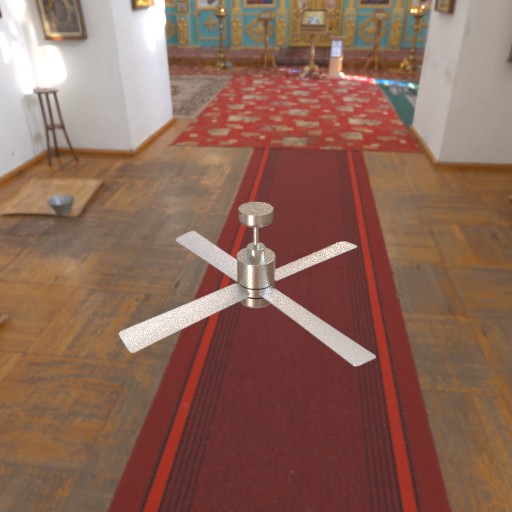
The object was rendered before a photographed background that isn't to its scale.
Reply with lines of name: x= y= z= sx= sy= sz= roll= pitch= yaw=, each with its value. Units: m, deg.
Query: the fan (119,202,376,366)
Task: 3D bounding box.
fan: x=0.000 y=0.000 z=2.321 sx=1.525 sy=0.539 sz=1.525 roll=-21 pitch=36 yaw=-32
